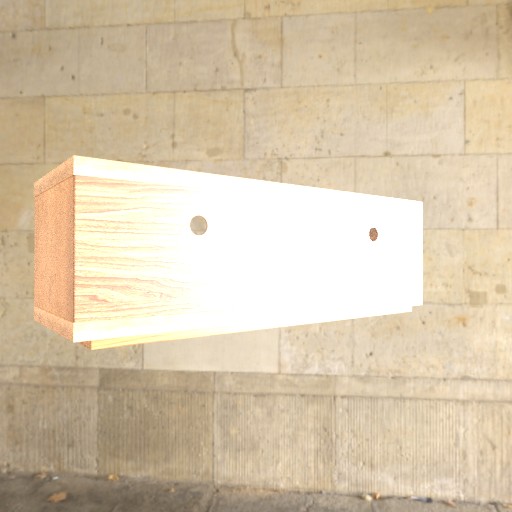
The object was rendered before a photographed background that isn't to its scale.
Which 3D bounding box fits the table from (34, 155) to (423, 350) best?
[{"bbox_3d":[0.000,0.000,1.744,1.499,0.491,0.499,0,0,-37],"label":"table"}]
